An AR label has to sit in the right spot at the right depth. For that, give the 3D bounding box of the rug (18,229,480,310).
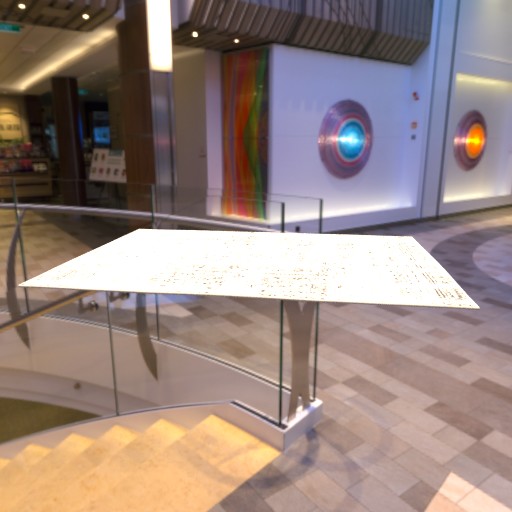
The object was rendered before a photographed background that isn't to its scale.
[{"bbox_3d":[0.000,0.000,3.104,2.438,0.026,1.706,2,14,8],"label":"rug"}]
